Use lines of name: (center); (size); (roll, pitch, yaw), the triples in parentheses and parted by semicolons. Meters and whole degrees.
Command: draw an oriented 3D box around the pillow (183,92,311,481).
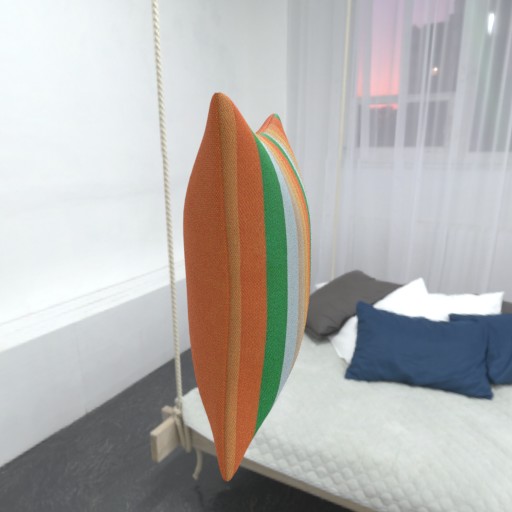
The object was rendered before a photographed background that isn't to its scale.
pillow: (0.000, 0.000, 0.690); (0.169, 0.444, 0.453); (2, 15, 9)
